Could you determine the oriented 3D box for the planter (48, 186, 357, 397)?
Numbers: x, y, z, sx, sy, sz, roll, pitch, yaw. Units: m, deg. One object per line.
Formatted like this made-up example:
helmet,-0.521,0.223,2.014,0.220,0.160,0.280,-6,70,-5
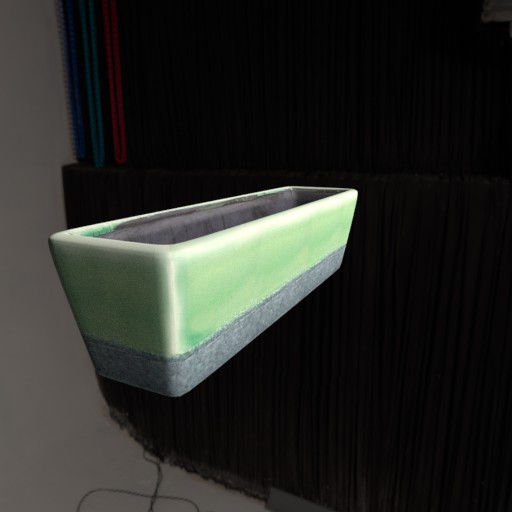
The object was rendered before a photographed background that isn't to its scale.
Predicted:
planter,0.000,0.000,0.303,0.072,0.072,0.275,7,15,26
